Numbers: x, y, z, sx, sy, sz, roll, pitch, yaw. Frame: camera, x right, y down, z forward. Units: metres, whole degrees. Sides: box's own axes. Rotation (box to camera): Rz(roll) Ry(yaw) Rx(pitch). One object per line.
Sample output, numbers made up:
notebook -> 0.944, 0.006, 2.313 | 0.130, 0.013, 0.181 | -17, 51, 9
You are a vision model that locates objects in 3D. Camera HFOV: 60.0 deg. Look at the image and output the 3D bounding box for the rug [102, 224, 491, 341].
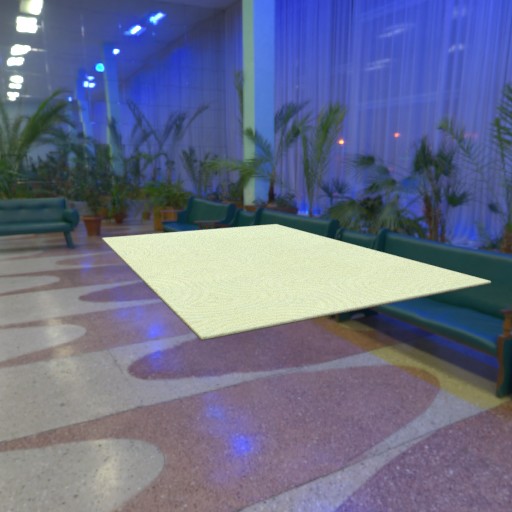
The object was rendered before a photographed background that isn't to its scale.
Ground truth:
rug -> 0.000, 0.000, 2.779 | 1.526, 0.015, 2.132 | -6, 14, -27
